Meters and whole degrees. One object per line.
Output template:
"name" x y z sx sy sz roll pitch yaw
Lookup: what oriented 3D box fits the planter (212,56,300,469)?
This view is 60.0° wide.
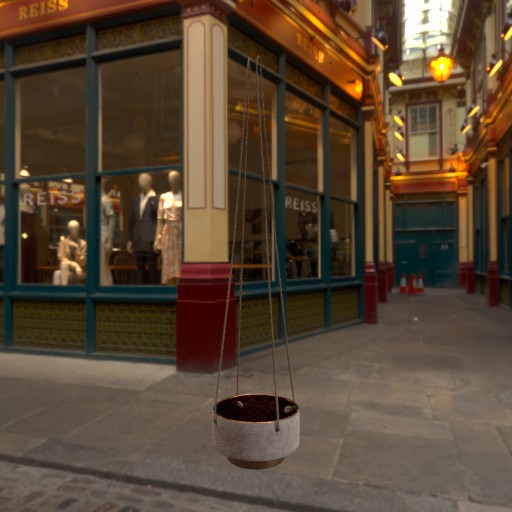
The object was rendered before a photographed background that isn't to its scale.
"planter" 0.000 0.000 1.143 0.223 1.030 0.223 0 0 18
